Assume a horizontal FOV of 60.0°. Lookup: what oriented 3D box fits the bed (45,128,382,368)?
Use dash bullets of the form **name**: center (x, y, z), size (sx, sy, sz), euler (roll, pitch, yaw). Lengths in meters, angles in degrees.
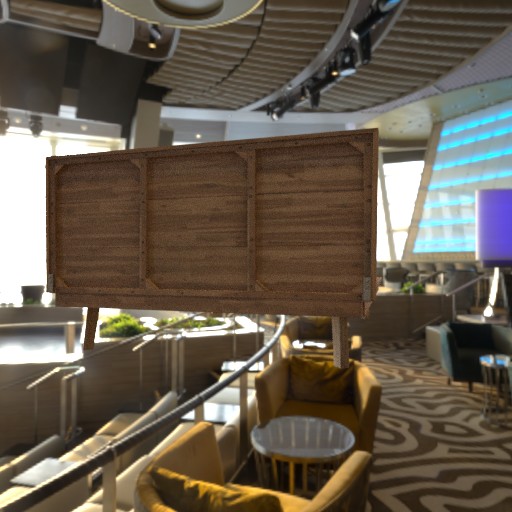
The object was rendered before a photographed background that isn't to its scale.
- **bed**: center (0.000, 0.000, 3.171), size (1.759, 1.071, 2.145), euler (0, -1, 17)
